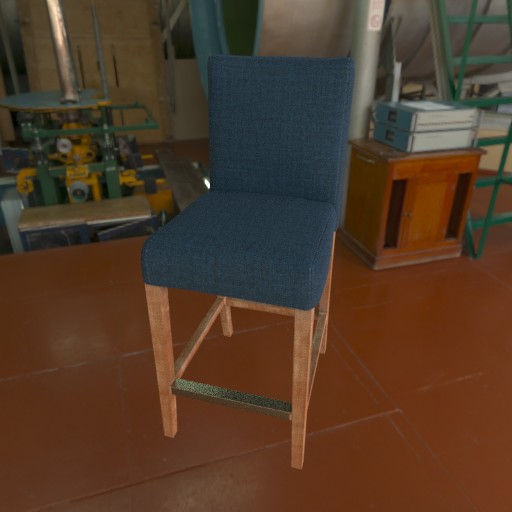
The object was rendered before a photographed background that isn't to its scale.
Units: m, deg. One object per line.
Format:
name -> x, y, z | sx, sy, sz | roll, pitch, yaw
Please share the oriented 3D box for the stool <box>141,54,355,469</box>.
stool -> 0.000, 0.000, 1.294 | 0.454, 1.039, 0.567 | 8, 29, 14
